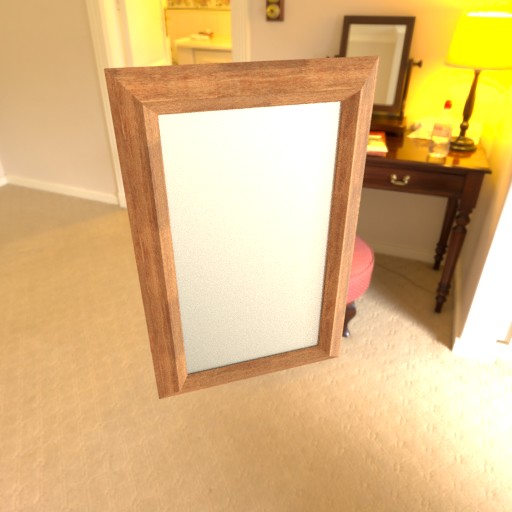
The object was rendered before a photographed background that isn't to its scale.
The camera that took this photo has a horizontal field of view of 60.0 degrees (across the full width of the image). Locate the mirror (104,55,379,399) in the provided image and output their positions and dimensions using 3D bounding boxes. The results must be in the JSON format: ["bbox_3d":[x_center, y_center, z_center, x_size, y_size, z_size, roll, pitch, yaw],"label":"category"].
[{"bbox_3d":[0.000,0.000,1.253,0.651,1.010,0.047,-9,33,-15],"label":"mirror"}]
